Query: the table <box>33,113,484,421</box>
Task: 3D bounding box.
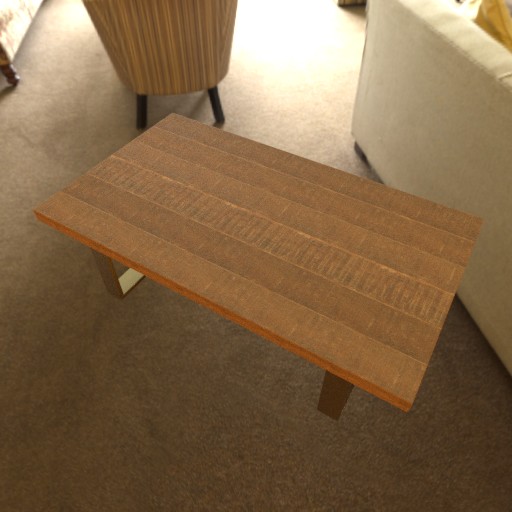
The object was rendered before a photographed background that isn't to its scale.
[{"bbox_3d":[0.000,0.000,1.743,1.400,0.440,0.800,24,52,21],"label":"table"}]
